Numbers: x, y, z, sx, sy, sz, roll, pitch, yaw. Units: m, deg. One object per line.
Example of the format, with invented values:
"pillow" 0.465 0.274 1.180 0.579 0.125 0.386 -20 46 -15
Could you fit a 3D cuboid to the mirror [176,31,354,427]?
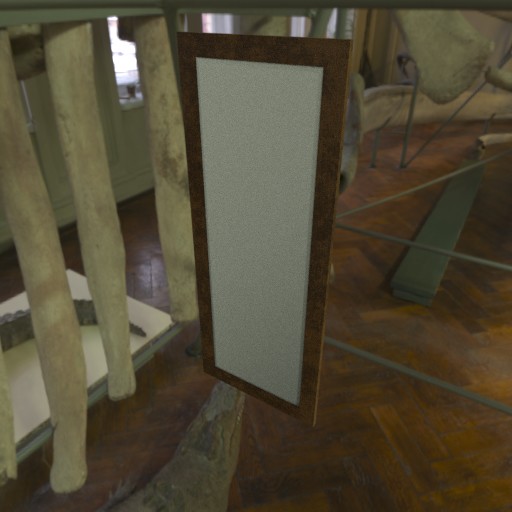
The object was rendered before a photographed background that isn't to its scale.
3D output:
"mirror" 0.000 0.000 2.273 0.812 2.031 0.032 18 35 28
